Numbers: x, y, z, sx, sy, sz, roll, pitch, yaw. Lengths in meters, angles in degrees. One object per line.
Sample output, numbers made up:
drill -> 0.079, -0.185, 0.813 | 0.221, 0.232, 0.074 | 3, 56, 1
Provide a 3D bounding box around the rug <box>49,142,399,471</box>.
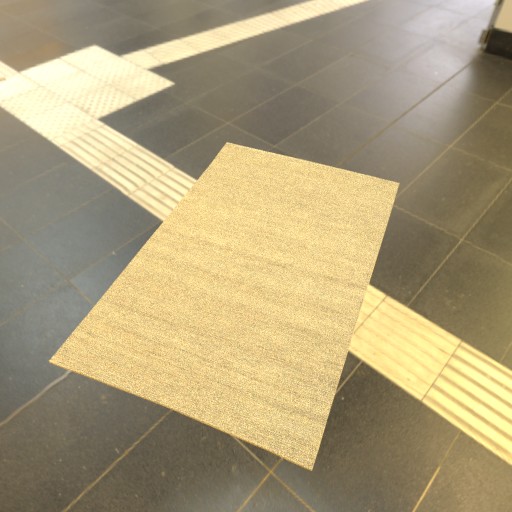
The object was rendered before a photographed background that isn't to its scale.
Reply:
rug -> 0.000, 0.000, 2.319 | 1.179, 0.022, 1.820 | 17, 49, 15
